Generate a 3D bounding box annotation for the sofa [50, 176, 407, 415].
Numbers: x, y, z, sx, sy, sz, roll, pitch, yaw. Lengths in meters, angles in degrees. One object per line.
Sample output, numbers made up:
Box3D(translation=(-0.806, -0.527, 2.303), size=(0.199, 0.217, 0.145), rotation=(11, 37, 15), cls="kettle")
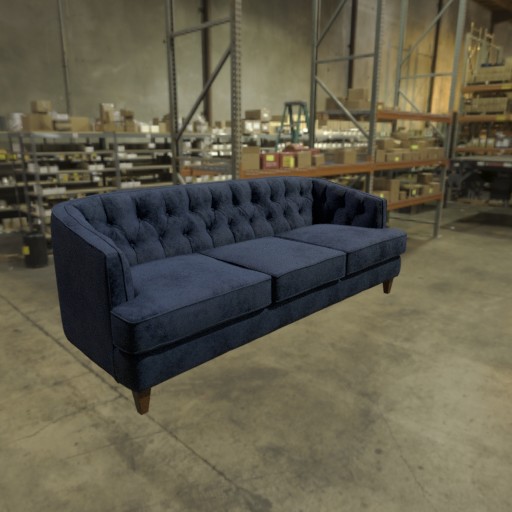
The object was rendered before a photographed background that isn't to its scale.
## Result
Box3D(translation=(0.000, 0.000, 2.766), size=(0.941, 0.855, 2.278), rotation=(15, 21, 43), cls="sofa")
